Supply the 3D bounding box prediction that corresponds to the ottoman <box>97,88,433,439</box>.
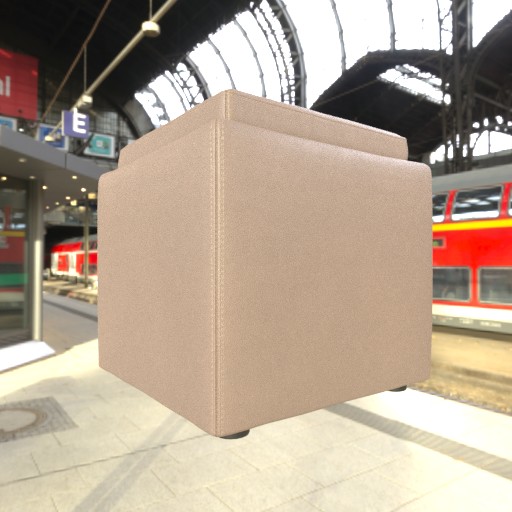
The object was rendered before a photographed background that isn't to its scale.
[{"bbox_3d":[0.000,0.000,0.808,0.450,0.460,0.451,0,-1,-37],"label":"ottoman"}]
